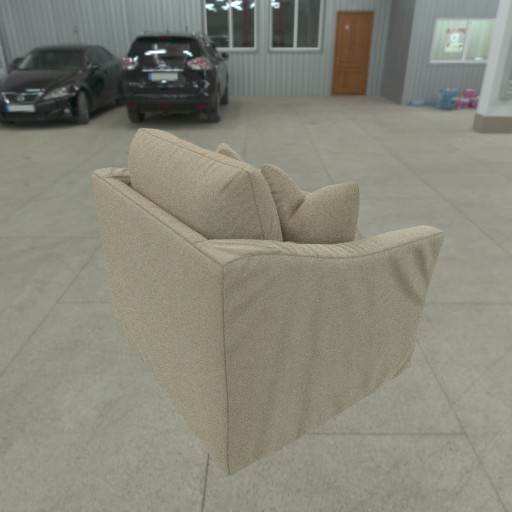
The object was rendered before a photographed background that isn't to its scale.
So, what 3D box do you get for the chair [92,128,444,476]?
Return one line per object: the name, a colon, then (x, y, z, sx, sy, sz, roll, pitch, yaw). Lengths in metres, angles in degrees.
chair: (0.000, 0.000, 2.031, 1.071, 1.093, 1.194, -17, 31, -31)
